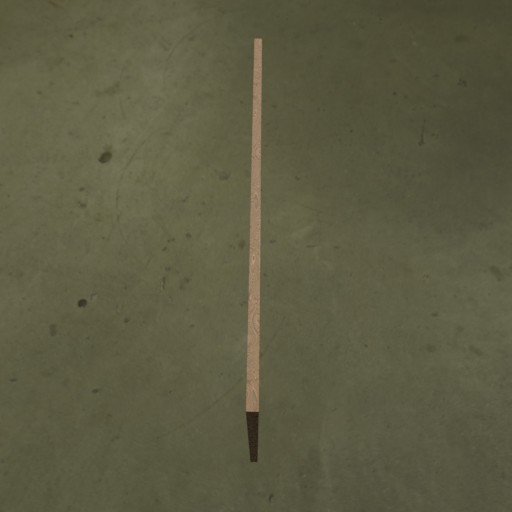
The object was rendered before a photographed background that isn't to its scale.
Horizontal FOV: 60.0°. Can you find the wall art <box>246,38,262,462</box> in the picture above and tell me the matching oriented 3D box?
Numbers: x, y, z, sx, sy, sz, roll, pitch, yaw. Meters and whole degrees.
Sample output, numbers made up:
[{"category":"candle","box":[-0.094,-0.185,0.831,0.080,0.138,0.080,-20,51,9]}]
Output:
[{"category":"wall art","box":[0.000,0.000,1.161,0.019,0.626,0.917,1,59,0]}]
